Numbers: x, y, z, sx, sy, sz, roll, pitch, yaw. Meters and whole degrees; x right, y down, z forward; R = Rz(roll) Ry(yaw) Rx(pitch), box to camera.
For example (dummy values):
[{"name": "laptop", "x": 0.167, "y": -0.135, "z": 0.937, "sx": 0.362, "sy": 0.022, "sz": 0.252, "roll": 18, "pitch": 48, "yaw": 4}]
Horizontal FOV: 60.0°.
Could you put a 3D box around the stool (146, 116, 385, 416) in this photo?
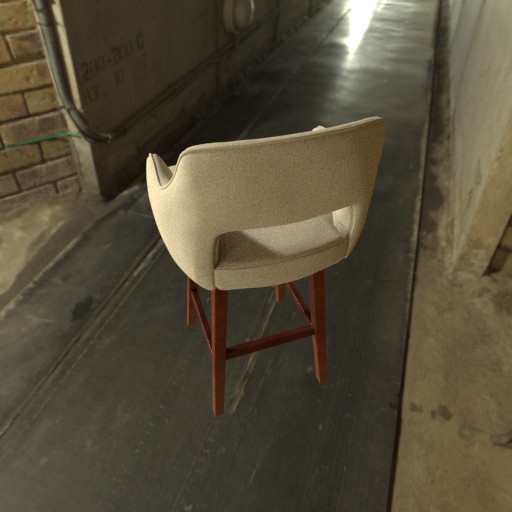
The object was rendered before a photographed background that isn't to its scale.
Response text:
[{"name": "stool", "x": 0.000, "y": 0.000, "z": 1.352, "sx": 0.550, "sy": 1.041, "sz": 0.560, "roll": -13, "pitch": 43, "yaw": -14}]
